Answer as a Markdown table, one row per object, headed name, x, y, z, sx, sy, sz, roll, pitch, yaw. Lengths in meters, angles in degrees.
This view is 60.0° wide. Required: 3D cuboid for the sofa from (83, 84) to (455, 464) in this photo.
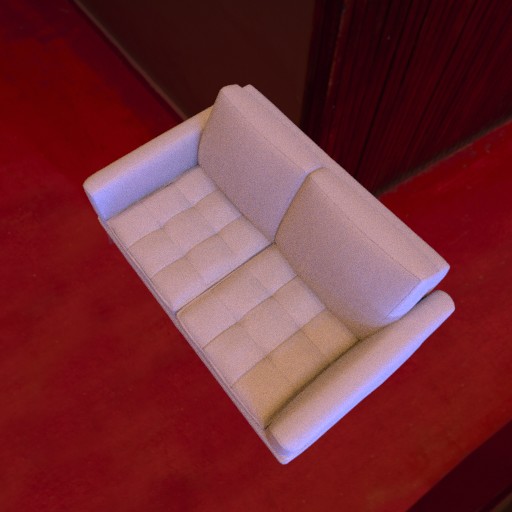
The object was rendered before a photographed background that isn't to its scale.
| name | x | y | z | sx | sy | sz | roll | pitch | yaw |
| --- | --- | --- | --- | --- | --- | --- | --- | --- | --- |
| sofa | 0.000 | 0.000 | 2.412 | 1.121 | 0.930 | 1.819 | -36 | 69 | -16 |
